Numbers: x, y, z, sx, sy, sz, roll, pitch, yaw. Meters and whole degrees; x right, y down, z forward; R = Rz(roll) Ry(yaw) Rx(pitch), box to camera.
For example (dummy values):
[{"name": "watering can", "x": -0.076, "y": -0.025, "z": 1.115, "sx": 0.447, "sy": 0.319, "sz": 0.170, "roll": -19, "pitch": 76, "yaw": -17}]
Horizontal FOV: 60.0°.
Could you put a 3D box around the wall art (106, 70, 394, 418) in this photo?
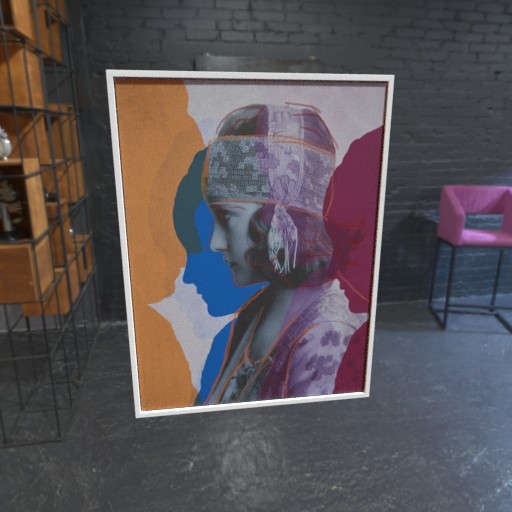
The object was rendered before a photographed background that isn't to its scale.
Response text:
[{"name": "wall art", "x": 0.000, "y": 0.000, "z": 1.369, "sx": 0.795, "sy": 1.050, "sz": 0.039, "roll": -2, "pitch": 16, "yaw": -8}]
